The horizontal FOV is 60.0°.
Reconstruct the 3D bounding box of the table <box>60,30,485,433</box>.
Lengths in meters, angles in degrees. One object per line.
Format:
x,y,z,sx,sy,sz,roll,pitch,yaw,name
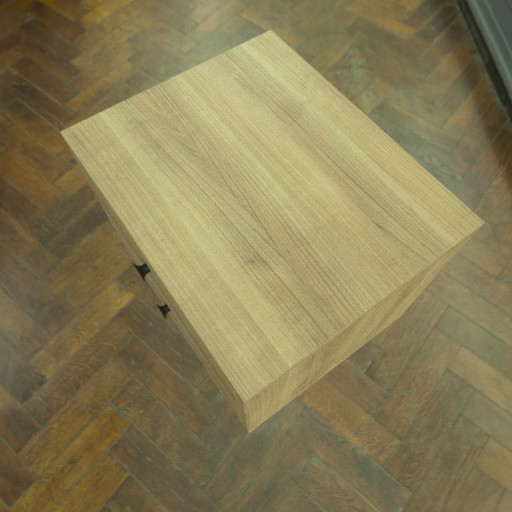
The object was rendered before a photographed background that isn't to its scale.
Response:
0.000,0.000,0.786,0.380,0.460,0.445,-33,68,-15,table
